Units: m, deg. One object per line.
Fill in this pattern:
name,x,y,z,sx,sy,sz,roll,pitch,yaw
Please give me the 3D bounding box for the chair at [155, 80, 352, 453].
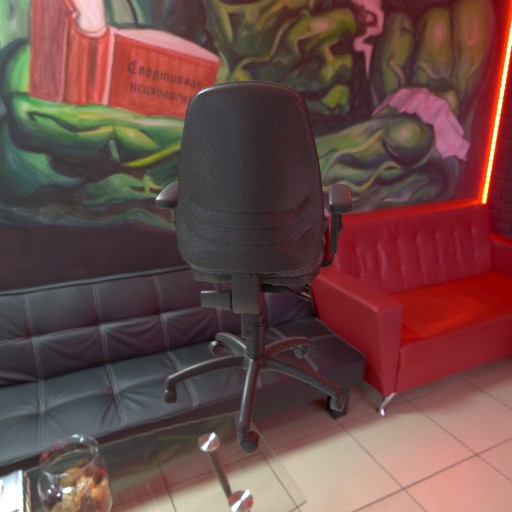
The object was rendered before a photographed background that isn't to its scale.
chair,0.000,0.000,1.260,0.550,0.910,0.530,2,18,6
